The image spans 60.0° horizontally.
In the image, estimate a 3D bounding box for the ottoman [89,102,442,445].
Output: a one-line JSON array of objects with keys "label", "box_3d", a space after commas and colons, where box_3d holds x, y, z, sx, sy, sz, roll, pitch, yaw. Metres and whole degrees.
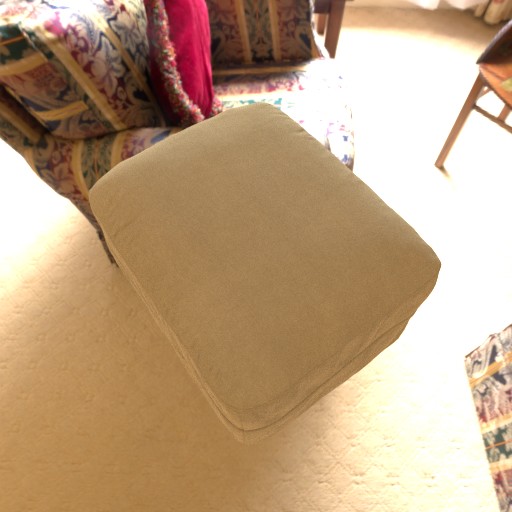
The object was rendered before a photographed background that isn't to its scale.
[{"label": "ottoman", "box_3d": [0.000, 0.000, 1.127, 0.584, 0.480, 0.712, -32, 64, -18]}]
